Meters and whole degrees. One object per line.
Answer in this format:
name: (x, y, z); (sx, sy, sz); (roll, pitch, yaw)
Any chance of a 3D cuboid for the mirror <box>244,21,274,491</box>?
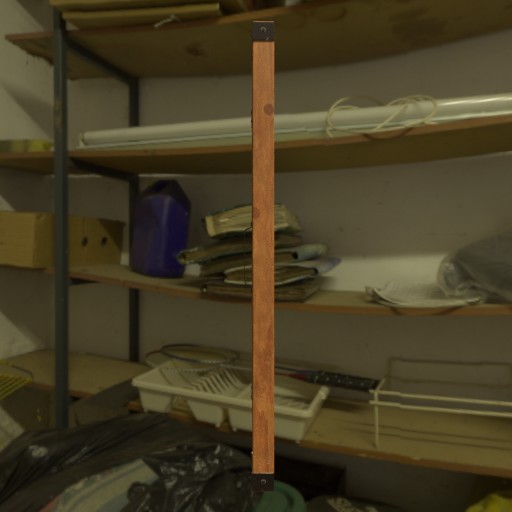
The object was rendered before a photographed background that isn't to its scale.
mirror: (0.000, 0.000, 0.972); (0.053, 0.761, 0.517); (0, 1, -1)
